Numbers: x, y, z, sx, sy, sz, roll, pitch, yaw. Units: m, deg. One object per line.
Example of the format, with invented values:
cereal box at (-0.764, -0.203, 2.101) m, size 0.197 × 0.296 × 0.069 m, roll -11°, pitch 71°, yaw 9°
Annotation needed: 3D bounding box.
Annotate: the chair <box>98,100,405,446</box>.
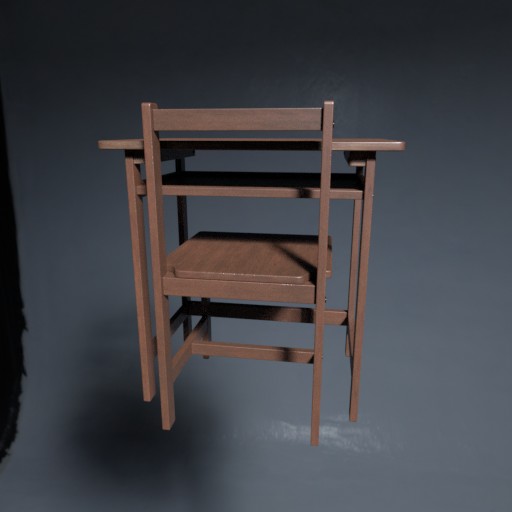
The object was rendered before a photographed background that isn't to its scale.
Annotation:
chair at (0.000, 0.000, 1.065) m, size 0.599 × 0.673 × 0.463 m, roll 3°, pitch 16°, yaw 9°
